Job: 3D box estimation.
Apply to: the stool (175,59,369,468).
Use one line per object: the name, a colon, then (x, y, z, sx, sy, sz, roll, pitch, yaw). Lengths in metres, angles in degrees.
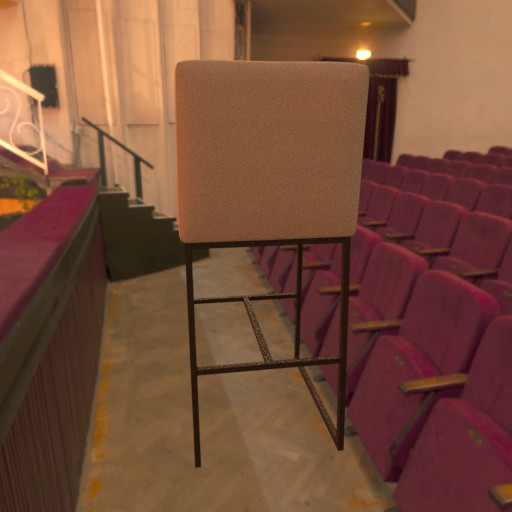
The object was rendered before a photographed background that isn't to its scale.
stool: (0.000, 0.000, 1.386, 0.464, 1.061, 0.573, -3, 17, -9)
